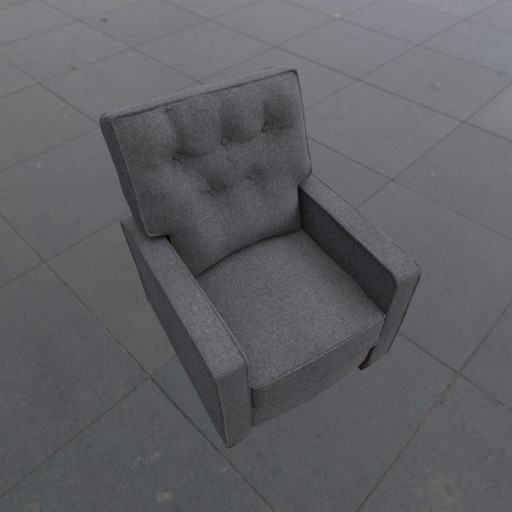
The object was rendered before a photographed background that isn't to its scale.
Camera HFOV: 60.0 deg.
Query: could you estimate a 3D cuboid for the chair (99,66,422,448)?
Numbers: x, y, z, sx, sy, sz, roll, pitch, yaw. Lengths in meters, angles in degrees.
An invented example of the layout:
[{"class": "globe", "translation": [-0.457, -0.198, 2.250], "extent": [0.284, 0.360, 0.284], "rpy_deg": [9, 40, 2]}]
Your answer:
[{"class": "chair", "translation": [0.000, 0.000, 1.382], "extent": [0.650, 0.889, 0.775], "rpy_deg": [-23, 52, -20]}]
